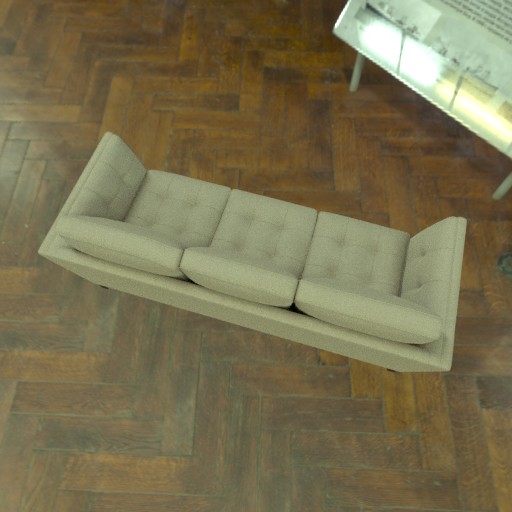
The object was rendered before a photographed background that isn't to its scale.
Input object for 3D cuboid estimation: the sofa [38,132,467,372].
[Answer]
[{"bbox_3d":[0.000,0.000,2.900,2.388,0.940,0.965,15,65,7],"label":"sofa"}]
